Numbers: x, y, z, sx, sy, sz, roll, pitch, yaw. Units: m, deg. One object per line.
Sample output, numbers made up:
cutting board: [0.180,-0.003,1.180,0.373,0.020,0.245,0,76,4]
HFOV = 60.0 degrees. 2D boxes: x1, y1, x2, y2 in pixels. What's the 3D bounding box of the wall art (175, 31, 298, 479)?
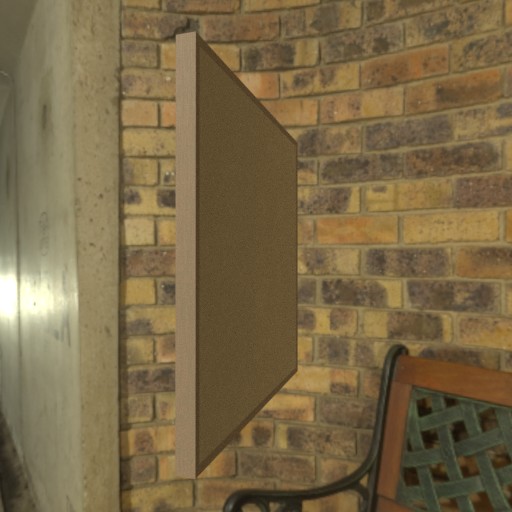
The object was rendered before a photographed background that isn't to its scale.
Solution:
wall art: [0.000,0.000,1.118,0.038,0.758,0.761,0,0,18]
